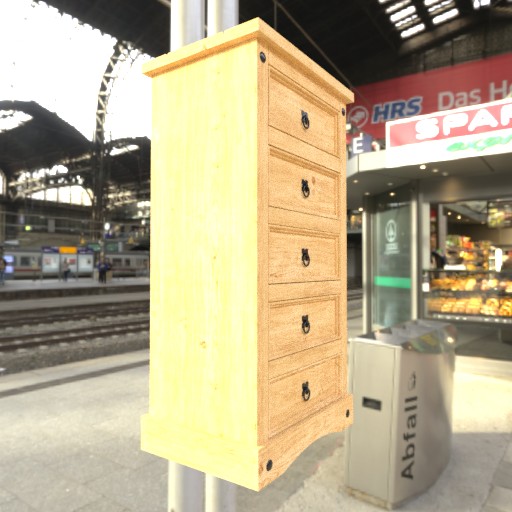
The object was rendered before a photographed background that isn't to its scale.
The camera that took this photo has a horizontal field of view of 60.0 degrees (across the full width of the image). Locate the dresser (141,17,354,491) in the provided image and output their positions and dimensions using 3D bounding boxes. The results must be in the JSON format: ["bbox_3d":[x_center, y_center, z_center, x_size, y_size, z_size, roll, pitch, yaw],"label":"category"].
[{"bbox_3d":[0.000,0.000,1.297,0.390,1.041,0.531,-1,-2,35],"label":"dresser"}]
